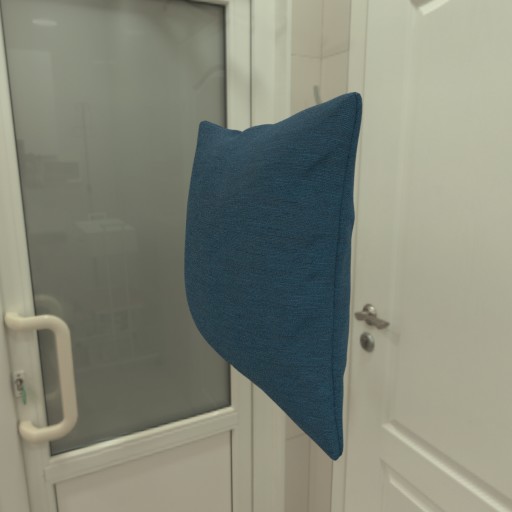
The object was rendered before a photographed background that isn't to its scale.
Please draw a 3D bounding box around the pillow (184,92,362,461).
[{"bbox_3d":[0.000,0.000,0.668,0.177,0.420,0.437,-6,14,-27],"label":"pillow"}]
